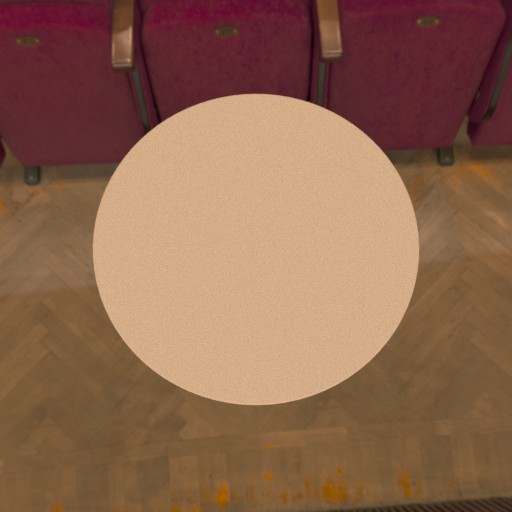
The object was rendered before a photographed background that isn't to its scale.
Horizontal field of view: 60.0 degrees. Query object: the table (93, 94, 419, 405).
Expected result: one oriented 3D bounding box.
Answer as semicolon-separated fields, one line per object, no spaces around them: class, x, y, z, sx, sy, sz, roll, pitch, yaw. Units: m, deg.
table;0.000;0.000;1.459;0.910;0.457;0.910;0;74;0
